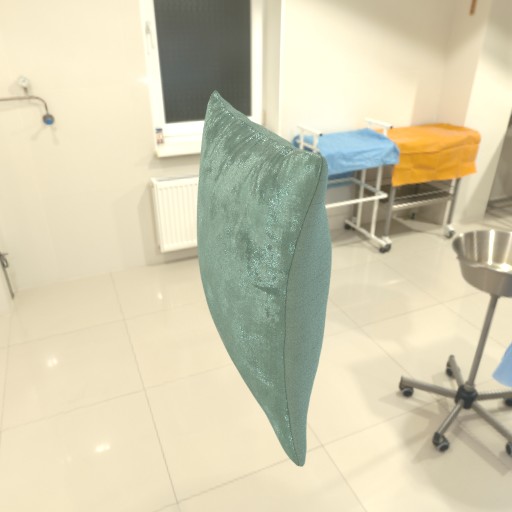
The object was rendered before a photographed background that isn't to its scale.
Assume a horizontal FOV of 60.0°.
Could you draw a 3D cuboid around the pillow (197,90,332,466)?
[{"bbox_3d":[0.000,0.000,0.736,0.175,0.464,0.470,-8,29,-15],"label":"pillow"}]
